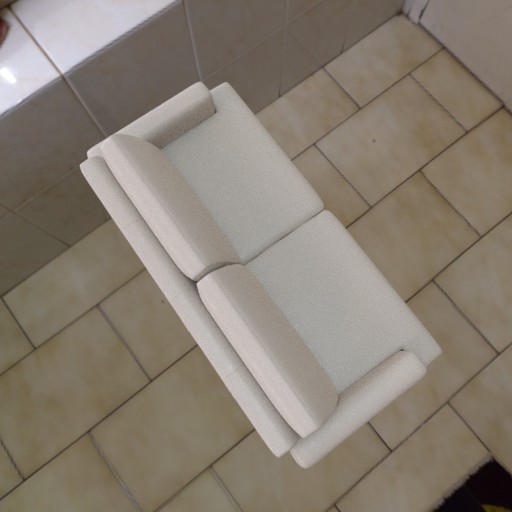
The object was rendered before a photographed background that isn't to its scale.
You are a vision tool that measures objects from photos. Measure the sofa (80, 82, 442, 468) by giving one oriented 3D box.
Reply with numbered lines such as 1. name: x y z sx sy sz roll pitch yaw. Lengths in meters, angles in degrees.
1. sofa: 0.000 0.000 2.346 0.974 0.765 1.940 -35 79 -8
